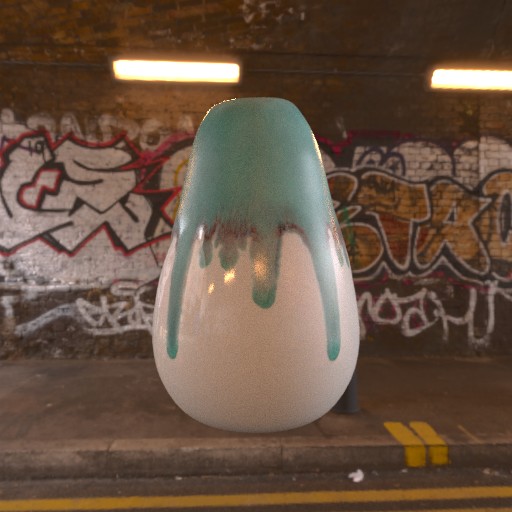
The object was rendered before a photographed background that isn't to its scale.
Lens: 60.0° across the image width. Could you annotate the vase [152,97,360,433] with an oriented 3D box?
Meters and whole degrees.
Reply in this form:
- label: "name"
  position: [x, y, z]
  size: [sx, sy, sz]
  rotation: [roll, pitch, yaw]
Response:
- label: "vase"
  position: [0.000, 0.000, 0.255]
  size: [0.116, 0.179, 0.116]
  rotation: [0, -1, 0]
